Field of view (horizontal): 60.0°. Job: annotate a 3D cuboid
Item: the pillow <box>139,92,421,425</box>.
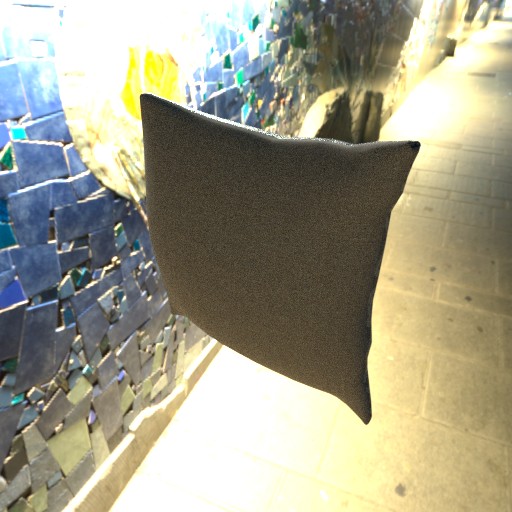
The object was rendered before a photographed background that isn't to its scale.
[{"bbox_3d":[0.000,0.000,0.787,0.508,0.498,0.215,21,37,32],"label":"pillow"}]
